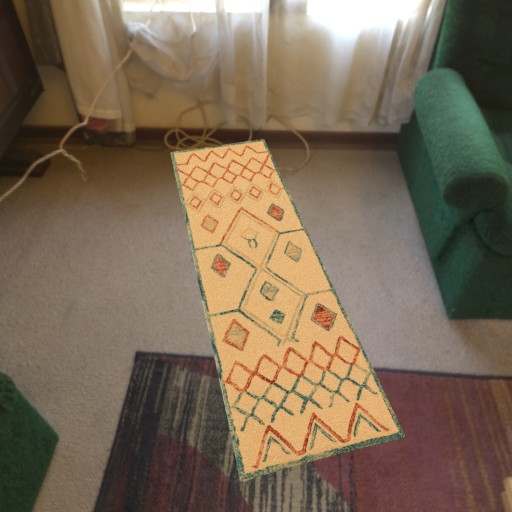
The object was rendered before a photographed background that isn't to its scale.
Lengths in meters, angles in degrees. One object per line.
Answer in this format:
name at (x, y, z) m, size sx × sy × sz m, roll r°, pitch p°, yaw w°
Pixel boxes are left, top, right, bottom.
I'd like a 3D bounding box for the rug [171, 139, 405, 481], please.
rug at (0.000, 0.000, 2.700) m, size 0.750 × 0.011 × 2.435 m, roll -11°, pitch 48°, yaw -10°
